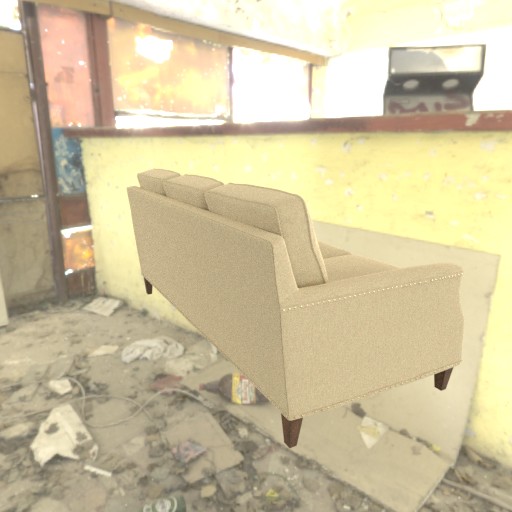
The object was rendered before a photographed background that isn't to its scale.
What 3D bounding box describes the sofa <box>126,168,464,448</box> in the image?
[{"bbox_3d":[0.000,0.000,2.755,1.084,1.003,2.246,-8,16,-28],"label":"sofa"}]
